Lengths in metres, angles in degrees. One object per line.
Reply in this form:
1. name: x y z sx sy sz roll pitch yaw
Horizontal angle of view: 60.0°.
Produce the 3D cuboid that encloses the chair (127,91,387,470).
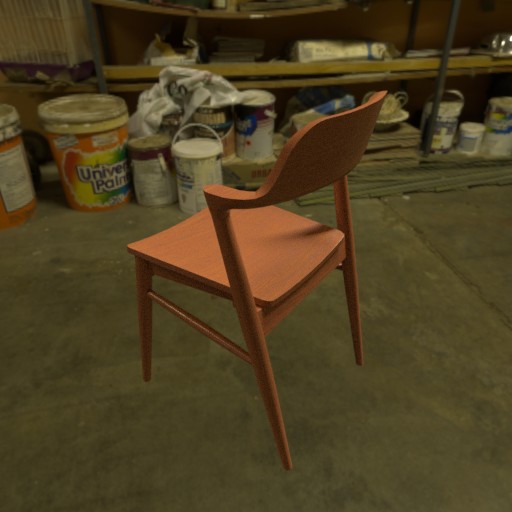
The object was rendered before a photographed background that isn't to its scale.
1. chair: 0.000 0.000 1.107 0.499 0.801 0.496 20 37 29
